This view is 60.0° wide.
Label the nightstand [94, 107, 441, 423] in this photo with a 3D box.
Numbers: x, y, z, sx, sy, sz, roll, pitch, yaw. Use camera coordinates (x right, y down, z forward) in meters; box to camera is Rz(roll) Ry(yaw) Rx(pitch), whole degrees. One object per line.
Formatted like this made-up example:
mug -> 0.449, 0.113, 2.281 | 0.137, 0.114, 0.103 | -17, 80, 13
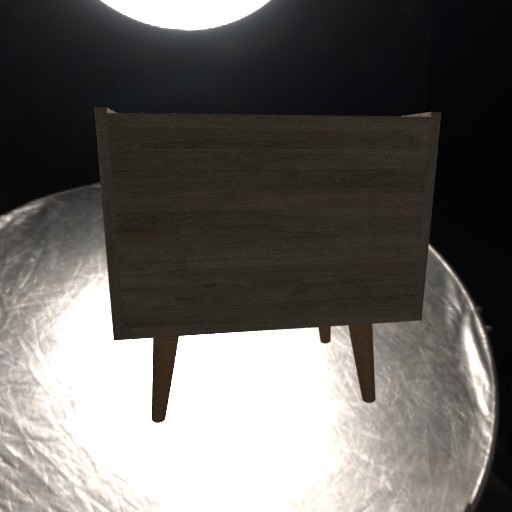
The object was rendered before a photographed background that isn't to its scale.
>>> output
nightstand -> 0.000, 0.000, 0.844 | 0.480, 0.500, 0.380 | -2, 14, -9
